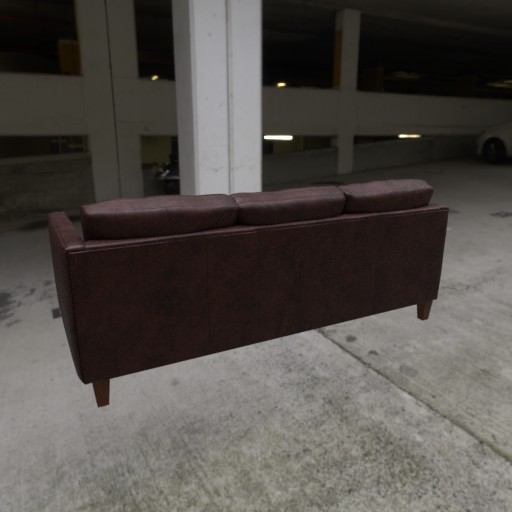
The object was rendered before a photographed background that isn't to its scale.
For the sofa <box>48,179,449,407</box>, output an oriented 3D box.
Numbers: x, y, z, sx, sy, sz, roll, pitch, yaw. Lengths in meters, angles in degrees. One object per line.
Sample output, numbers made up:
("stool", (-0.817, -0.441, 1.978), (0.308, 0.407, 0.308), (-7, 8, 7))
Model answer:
("sofa", (0.000, 0.000, 2.983), (2.464, 1.006, 1.045), (-8, 18, -27))
